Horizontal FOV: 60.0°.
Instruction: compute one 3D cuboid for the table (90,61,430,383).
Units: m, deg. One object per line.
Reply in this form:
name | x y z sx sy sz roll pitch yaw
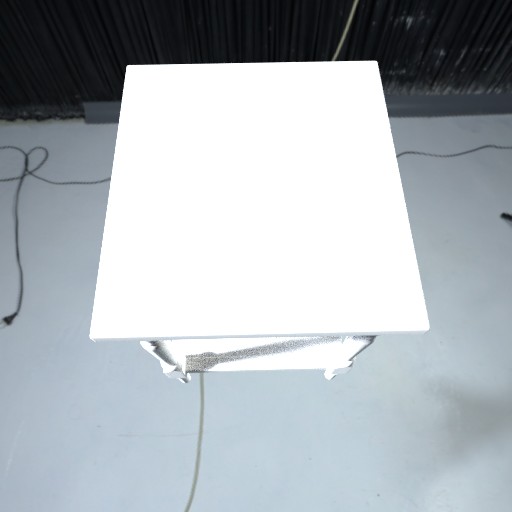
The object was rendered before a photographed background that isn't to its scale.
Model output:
table | 0.000 0.000 0.930 0.442 0.565 0.488 -1 65 -1
